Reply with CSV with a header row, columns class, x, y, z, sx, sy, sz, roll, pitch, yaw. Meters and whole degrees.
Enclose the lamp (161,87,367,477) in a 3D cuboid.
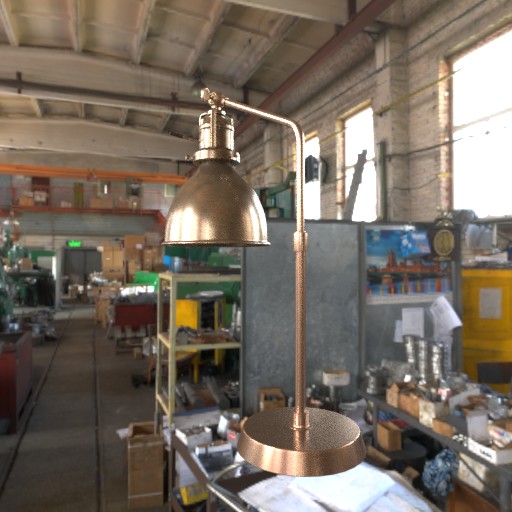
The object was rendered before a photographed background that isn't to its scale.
class,x,y,z,sx,sy,sz,roll,pitch,yaw
lamp,0.000,0.000,0.572,0.286,0.456,0.153,0,-1,36
